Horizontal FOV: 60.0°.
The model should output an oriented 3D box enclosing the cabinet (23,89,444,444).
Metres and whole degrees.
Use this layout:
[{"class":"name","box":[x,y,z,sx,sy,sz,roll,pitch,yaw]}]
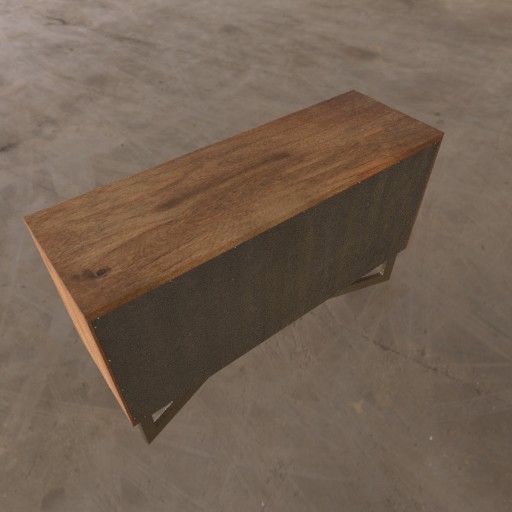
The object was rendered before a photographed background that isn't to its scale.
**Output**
[{"class":"cabinet","box":[0.000,0.000,1.743,1.373,0.812,0.480,-29,51,-26]}]
